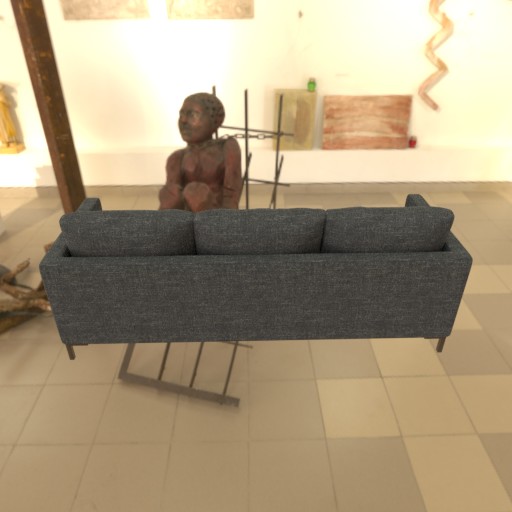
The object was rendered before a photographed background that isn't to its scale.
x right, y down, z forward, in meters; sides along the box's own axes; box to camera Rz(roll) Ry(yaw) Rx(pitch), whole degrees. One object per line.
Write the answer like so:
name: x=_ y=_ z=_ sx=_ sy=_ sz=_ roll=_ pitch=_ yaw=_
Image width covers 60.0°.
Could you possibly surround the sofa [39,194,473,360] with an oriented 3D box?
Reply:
sofa: x=0.000 y=0.000 z=2.711 sx=2.218 sy=0.874 sz=0.859 roll=-1 pitch=32 yaw=-1
